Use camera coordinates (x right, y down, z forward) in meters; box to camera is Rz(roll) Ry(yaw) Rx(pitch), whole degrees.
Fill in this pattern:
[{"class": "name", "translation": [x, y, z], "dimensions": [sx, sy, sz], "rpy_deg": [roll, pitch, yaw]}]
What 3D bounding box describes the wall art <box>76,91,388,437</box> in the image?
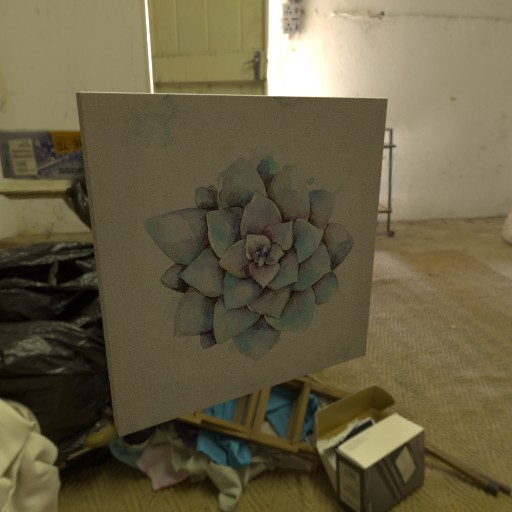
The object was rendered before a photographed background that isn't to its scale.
[{"class": "wall art", "translation": [0.000, 0.000, 0.899], "dimensions": [0.612, 0.612, 0.040], "rpy_deg": [-10, 20, -27]}]
